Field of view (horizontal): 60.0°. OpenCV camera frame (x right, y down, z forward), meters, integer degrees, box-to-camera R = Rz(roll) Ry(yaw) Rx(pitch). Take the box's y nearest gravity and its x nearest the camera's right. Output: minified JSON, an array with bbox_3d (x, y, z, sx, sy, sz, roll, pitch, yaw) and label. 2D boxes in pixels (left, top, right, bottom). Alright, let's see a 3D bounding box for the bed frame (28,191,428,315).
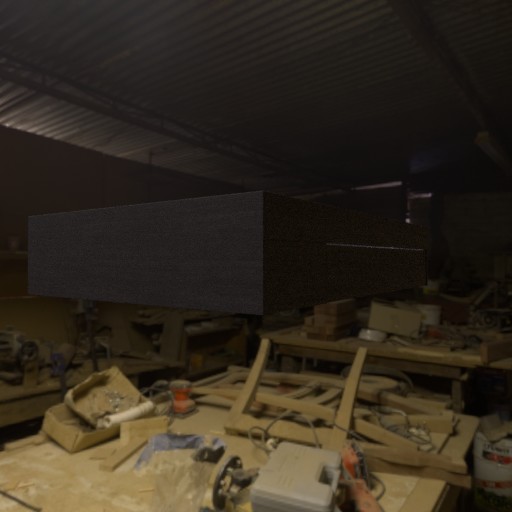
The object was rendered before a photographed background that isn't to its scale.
[{"bbox_3d":[0.000,0.000,2.614,1.448,0.459,1.944,0,-1,36],"label":"bed frame"}]
